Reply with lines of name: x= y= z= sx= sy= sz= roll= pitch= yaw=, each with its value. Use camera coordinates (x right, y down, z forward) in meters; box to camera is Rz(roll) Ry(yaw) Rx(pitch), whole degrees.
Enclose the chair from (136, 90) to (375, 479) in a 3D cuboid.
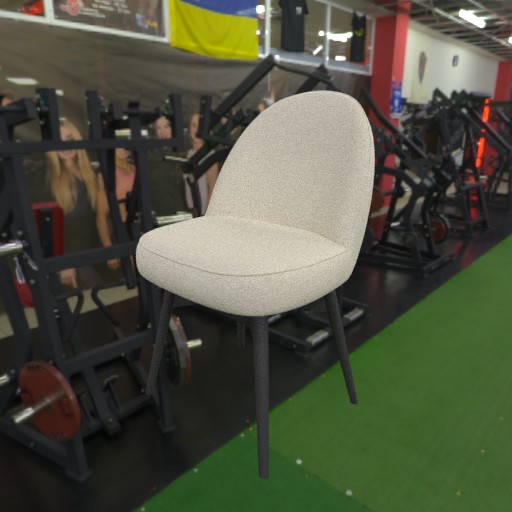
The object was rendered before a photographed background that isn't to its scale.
chair: x=0.000 y=0.000 z=1.169 sx=0.532 sy=0.838 sz=0.540 roll=16 pitch=23 yaw=41
